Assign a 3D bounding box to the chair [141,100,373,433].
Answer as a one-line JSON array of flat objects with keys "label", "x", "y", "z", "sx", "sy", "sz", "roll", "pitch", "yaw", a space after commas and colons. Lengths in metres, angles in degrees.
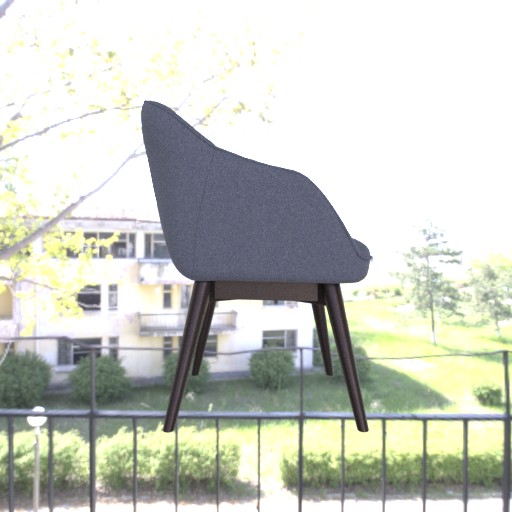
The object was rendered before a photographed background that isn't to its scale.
[{"label": "chair", "x": 0.000, "y": 0.000, "z": 1.263, "sx": 0.611, "sy": 0.810, "sz": 0.589, "roll": 0, "pitch": 1, "yaw": 0}]
